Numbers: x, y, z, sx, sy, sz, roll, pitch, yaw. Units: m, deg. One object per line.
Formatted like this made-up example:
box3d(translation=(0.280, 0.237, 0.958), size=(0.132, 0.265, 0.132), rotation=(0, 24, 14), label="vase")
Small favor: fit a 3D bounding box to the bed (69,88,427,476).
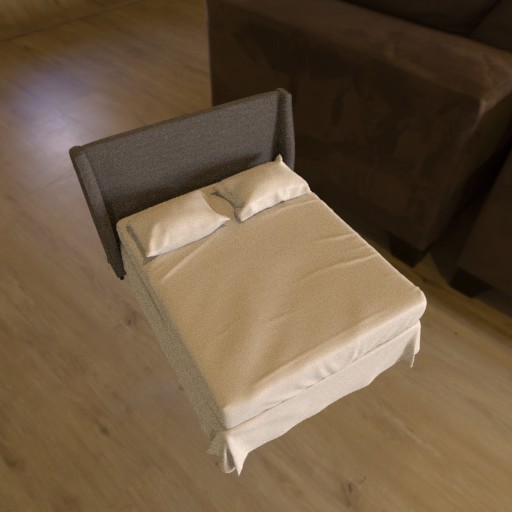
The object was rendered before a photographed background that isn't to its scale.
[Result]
box3d(translation=(0.000, 0.000, 3.412), size=(1.925, 1.332, 2.276), rotation=(-23, 51, -21), label="bed")
